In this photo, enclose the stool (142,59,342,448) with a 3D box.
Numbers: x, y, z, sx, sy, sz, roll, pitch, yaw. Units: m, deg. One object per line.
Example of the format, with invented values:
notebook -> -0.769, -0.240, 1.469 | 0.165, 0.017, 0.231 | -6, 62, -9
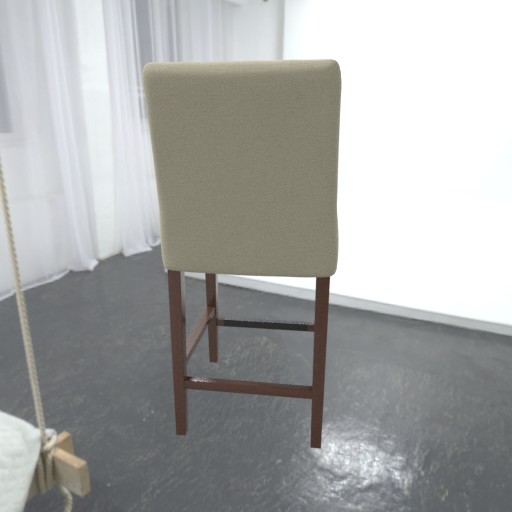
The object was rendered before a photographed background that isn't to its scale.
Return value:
stool -> 0.000, 0.000, 1.284 | 0.470, 0.981, 0.577 | 2, 16, 8
